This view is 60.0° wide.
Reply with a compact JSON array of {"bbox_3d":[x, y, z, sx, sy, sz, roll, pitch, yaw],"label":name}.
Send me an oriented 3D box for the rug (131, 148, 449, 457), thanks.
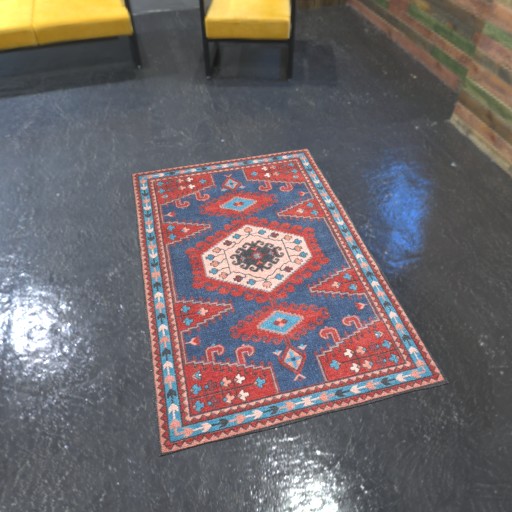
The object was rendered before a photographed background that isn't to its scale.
[{"bbox_3d":[0.000,0.000,2.349,1.207,0.012,1.820,-10,47,-10],"label":"rug"}]
